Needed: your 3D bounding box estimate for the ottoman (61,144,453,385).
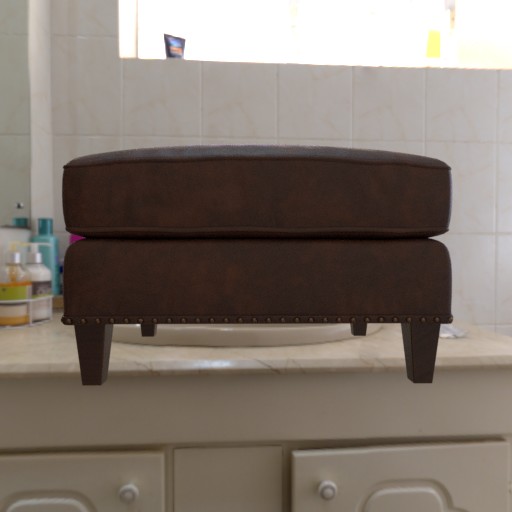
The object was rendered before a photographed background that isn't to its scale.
[{"bbox_3d":[0.000,0.000,1.101,0.742,0.486,0.586,0,1,-1],"label":"ottoman"}]
